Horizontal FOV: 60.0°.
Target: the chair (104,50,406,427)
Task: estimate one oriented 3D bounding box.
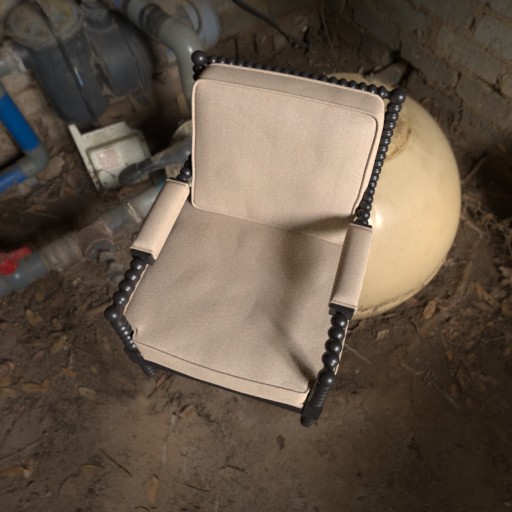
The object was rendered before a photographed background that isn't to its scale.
[{"bbox_3d":[0.000,0.000,1.174,0.555,0.703,0.657,15,59,9],"label":"chair"}]
